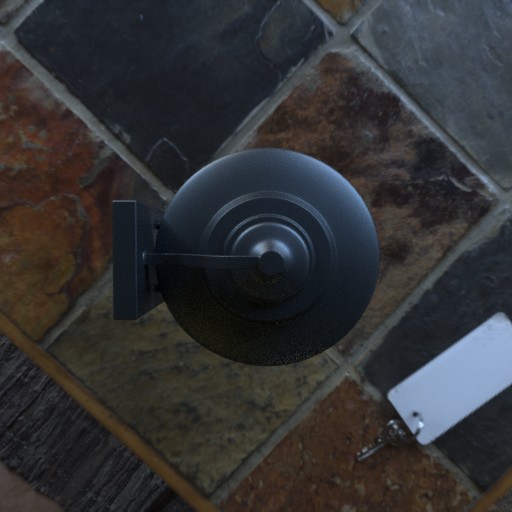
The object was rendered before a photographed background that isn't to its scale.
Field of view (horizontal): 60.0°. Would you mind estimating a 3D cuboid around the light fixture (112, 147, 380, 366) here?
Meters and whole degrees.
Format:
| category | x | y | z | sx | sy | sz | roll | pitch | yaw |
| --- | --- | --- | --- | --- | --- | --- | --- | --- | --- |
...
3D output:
| category | x | y | z | sx | sy | sz | roll | pitch | yaw |
| --- | --- | --- | --- | --- | --- | --- | --- | --- | --- |
| light fixture | 0.000 | 0.000 | 0.510 | 0.252 | 0.345 | 0.222 | 0 | 92 | 0 |
